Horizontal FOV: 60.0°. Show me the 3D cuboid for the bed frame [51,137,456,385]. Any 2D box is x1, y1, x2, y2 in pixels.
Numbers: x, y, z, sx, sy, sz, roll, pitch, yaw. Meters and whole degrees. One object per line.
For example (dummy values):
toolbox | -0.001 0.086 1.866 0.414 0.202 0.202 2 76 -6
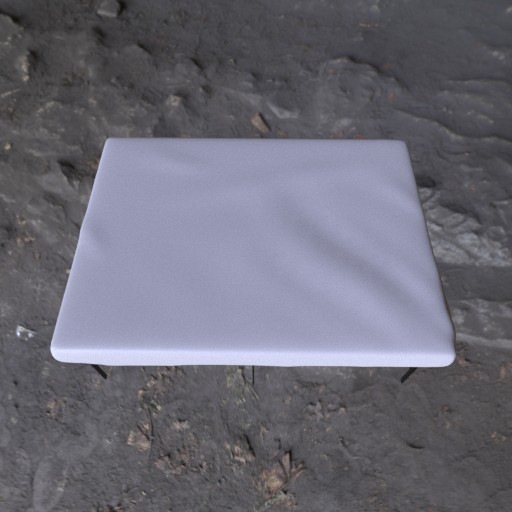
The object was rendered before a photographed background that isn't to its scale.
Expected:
bed frame | 0.000 0.000 2.890 2.151 0.667 1.584 1 58 0
